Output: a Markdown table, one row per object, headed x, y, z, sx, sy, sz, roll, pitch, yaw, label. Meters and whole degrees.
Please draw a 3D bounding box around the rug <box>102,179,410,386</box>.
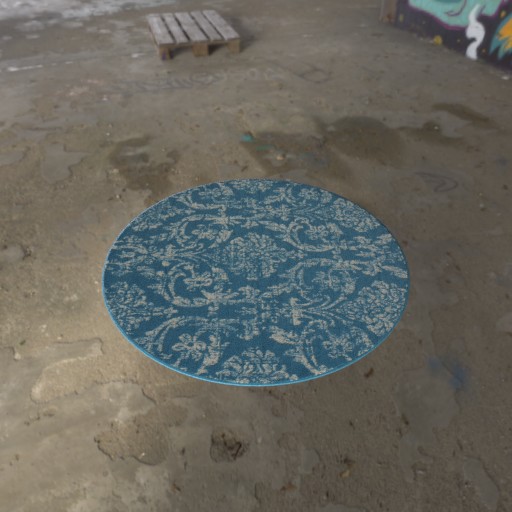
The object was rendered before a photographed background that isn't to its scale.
| x | y | z | sx | sy | sz | roll | pitch | yaw | label |
| --- | --- | --- | --- | --- | --- | --- | --- | --- | --- |
| 0.000 | 0.000 | 2.369 | 1.593 | 0.012 | 1.593 | 0 | 40 | 0 | rug |
